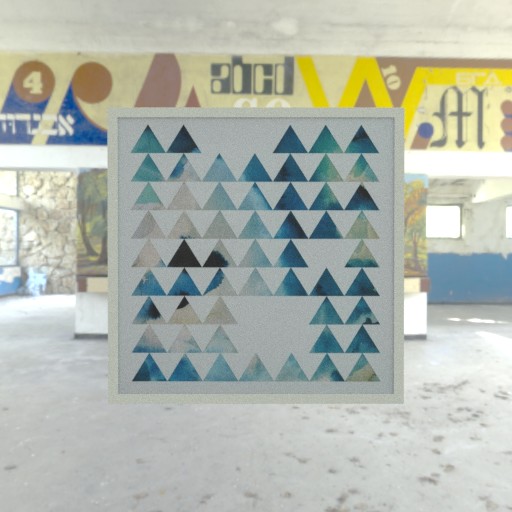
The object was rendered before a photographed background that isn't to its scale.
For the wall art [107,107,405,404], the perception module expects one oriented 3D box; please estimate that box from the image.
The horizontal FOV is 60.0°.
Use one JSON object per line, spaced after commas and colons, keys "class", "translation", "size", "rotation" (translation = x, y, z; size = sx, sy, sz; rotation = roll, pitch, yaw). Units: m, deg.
{"class": "wall art", "translation": [0.000, 0.000, 1.216], "size": [0.809, 0.809, 0.012], "rotation": [0, 0, 0]}
